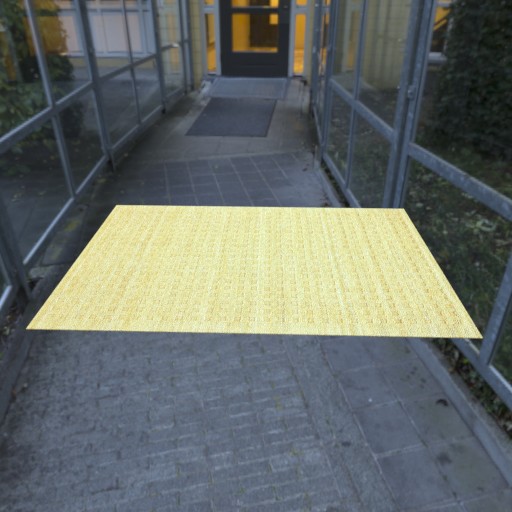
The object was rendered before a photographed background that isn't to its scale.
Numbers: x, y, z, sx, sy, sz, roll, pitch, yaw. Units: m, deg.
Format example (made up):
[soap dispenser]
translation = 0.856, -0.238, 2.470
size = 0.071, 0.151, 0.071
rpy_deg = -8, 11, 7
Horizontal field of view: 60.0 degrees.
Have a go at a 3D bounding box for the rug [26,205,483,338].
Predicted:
[rug]
translation = 0.000, 0.000, 2.873
size = 2.286, 0.006, 1.524
rpy_deg = 1, 31, 2
